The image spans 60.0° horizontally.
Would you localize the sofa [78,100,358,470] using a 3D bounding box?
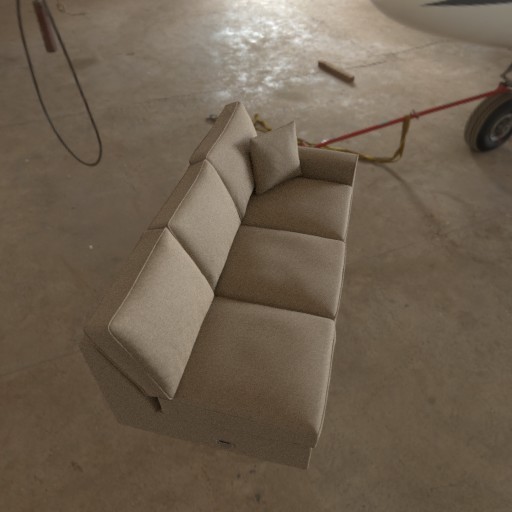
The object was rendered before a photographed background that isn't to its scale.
[{"bbox_3d":[0.000,0.000,2.569,1.034,0.946,1.963,10,45,10],"label":"sofa"}]
